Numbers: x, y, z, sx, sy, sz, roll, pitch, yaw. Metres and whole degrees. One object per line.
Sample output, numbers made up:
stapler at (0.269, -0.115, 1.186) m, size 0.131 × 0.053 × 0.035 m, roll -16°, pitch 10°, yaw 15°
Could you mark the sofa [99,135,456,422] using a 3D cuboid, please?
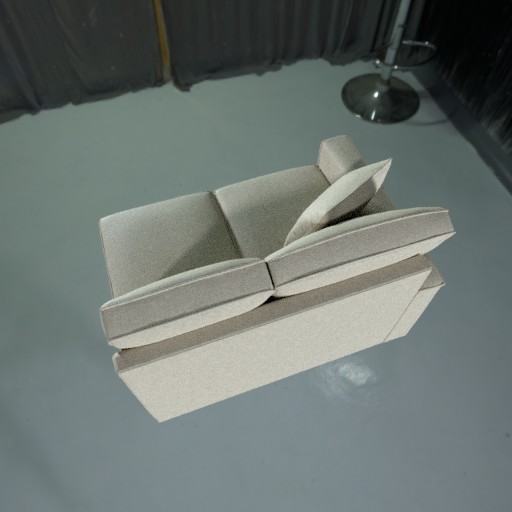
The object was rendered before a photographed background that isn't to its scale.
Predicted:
sofa at (0.000, 0.000, 2.126) m, size 1.388 × 0.989 × 0.991 m, roll -17°, pitch 59°, yaw -11°
